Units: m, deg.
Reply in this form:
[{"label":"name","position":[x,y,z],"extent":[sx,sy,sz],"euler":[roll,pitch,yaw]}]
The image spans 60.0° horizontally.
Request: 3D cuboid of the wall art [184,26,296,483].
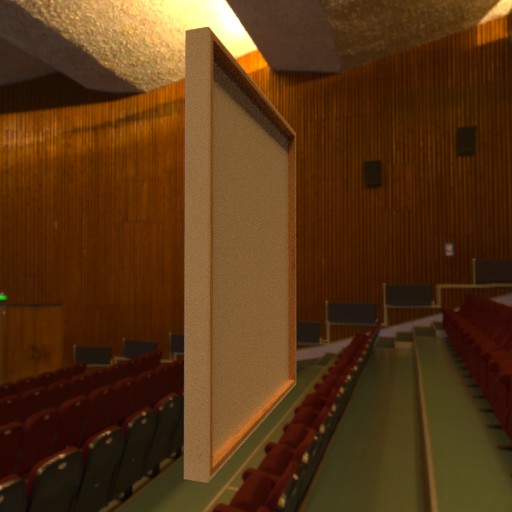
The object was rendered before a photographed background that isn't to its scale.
[{"label":"wall art","position":[0.000,0.000,0.833],"extent":[0.037,0.606,0.508],"euler":[0,-1,18]}]
